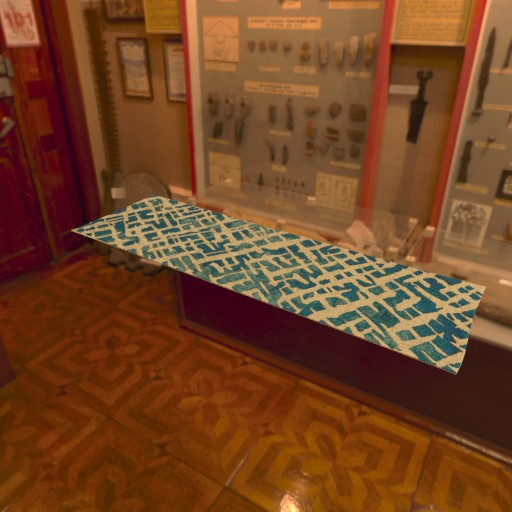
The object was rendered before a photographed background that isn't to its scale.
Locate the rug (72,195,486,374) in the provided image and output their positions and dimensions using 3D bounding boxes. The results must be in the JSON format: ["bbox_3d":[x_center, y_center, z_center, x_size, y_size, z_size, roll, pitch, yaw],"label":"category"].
[{"bbox_3d":[0.000,0.000,2.659,2.446,0.011,0.768,18,34,29],"label":"rug"}]
